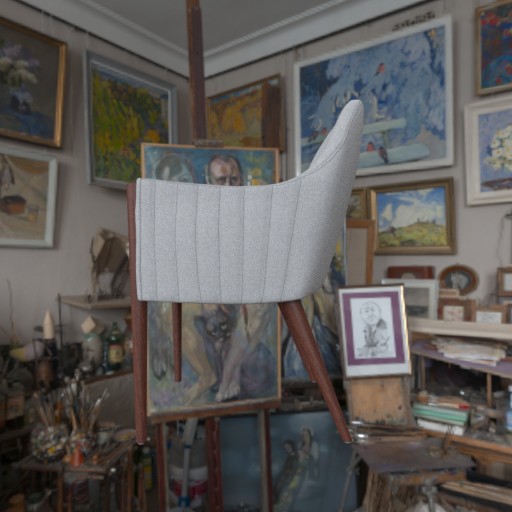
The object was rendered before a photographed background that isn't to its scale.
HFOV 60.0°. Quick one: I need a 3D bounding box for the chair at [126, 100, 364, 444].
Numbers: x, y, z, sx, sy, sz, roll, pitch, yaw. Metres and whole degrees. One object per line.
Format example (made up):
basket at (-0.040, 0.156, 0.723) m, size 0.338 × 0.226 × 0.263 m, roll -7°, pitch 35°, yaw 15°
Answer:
chair at (0.000, 0.000, 1.320) m, size 0.620 × 0.889 × 0.610 m, roll 0°, pitch -1°, yaw -1°
